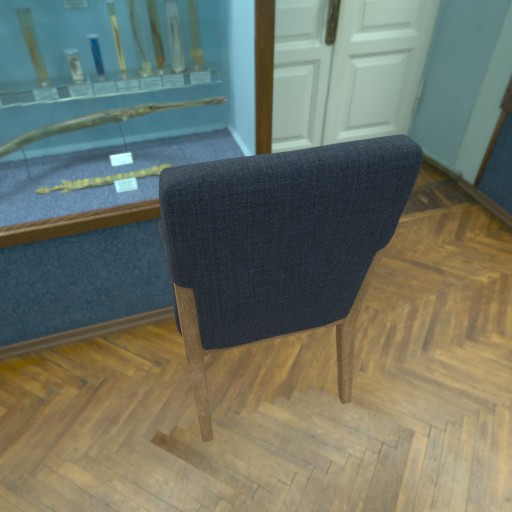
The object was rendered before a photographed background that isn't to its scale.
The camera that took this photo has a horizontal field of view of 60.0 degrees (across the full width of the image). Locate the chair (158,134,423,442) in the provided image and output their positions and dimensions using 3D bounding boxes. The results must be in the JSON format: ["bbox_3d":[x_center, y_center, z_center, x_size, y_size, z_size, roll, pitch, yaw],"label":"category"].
[{"bbox_3d":[0.000,0.000,1.248,0.507,0.911,0.586,-11,43,-12],"label":"chair"}]
